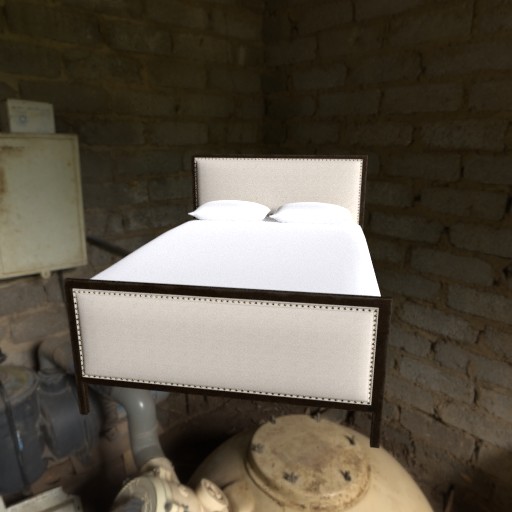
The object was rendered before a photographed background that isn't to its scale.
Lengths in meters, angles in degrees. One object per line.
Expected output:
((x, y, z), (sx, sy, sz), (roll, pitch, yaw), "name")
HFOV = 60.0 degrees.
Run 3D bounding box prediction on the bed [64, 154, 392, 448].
((0.000, 0.000, 3.157), (1.607, 1.313, 2.221), (3, 16, 10), "bed")
